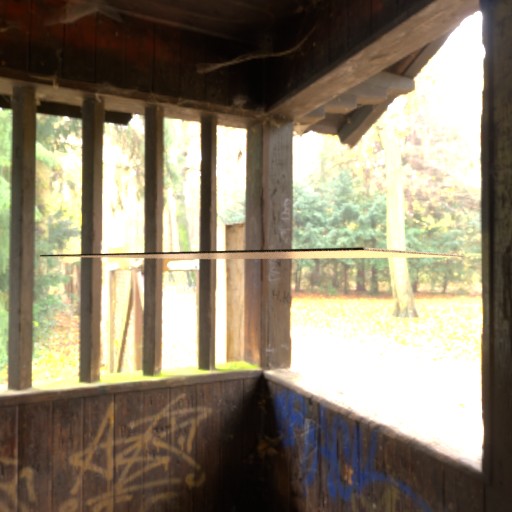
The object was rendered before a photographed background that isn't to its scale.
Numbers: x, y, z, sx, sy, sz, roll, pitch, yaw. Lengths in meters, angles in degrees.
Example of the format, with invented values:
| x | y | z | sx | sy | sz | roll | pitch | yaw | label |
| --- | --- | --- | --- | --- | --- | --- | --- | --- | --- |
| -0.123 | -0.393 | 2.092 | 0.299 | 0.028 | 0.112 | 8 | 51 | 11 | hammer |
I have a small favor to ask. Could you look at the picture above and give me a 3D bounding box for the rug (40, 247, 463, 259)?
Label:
| x | y | z | sx | sy | sz | roll | pitch | yaw | label |
| --- | --- | --- | --- | --- | --- | --- | --- | --- | --- |
| 0.000 | 0.000 | 3.887 | 2.932 | 0.015 | 2.315 | -1 | -1 | 36 | rug |
